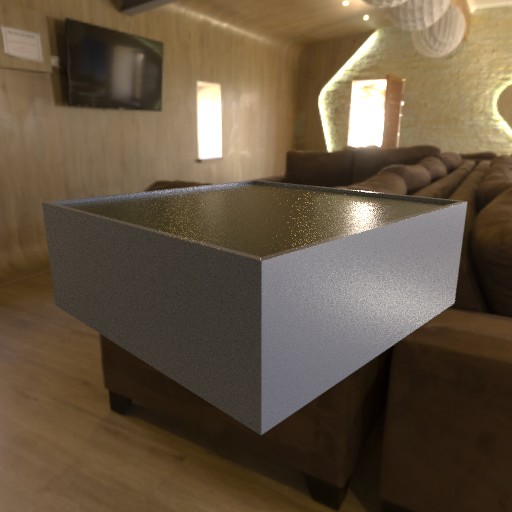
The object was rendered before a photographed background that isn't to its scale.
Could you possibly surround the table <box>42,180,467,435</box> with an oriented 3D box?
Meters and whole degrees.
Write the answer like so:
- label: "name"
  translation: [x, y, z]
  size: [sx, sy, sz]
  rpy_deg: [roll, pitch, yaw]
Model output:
- label: "table"
  translation: [0.000, 0.000, 1.220]
  size: [0.801, 0.299, 0.801]
  rpy_deg: [15, 21, 42]
